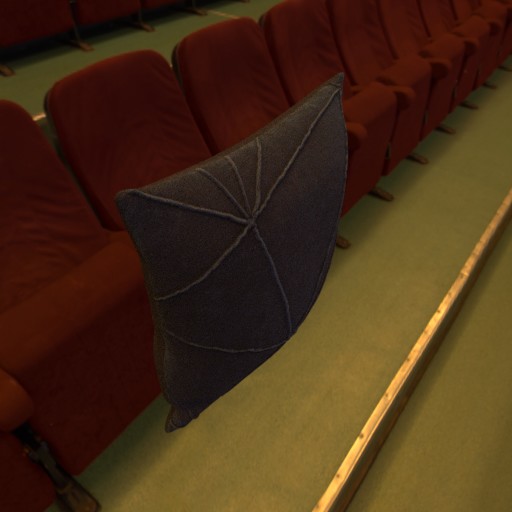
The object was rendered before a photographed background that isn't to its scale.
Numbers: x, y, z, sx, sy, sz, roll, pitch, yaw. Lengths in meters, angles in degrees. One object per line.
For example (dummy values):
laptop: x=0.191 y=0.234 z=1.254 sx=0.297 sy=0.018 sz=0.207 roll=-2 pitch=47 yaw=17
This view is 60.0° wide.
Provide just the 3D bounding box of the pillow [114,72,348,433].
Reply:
pillow: x=0.000 y=0.000 z=0.672 sx=0.183 sy=0.440 sz=0.439 roll=27 pitch=48 yaw=27
